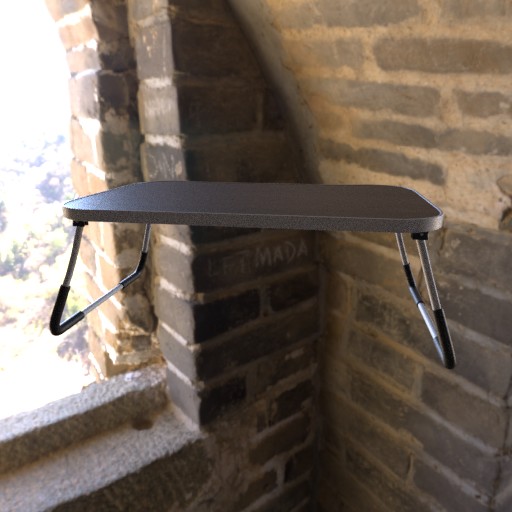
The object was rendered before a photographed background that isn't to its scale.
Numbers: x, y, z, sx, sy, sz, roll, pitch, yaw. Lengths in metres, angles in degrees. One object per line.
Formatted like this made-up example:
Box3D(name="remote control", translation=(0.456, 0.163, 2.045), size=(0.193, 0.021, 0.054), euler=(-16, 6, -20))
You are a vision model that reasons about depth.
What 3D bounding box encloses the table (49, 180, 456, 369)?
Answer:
Box3D(name="table", translation=(0.000, 0.000, 0.839), size=(0.660, 0.232, 0.400), euler=(3, 16, 10))
